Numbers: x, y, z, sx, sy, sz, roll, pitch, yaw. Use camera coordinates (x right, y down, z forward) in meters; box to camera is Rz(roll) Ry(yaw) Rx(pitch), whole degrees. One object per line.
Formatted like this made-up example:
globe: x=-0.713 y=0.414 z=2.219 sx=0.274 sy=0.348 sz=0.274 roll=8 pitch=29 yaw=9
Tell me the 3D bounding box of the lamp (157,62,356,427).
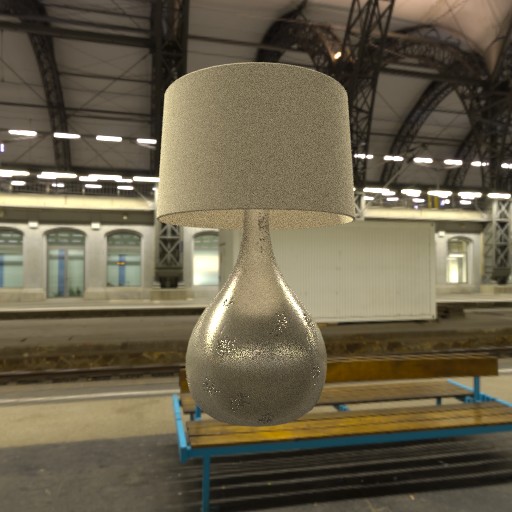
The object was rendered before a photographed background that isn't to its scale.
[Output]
lamp: x=0.000 y=0.000 z=0.751 sx=0.330 sy=0.521 sz=0.330 roll=0 pitch=-1 yaw=0
